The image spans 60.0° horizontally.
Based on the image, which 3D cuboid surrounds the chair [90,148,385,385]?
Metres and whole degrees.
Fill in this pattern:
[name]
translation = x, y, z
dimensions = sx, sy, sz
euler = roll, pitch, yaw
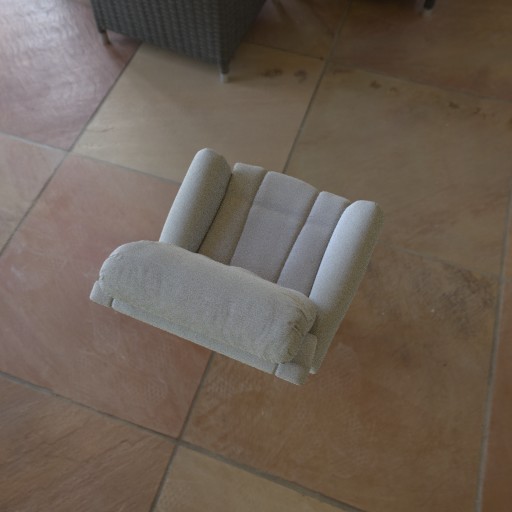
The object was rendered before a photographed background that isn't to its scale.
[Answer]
[chair]
translation = 0.000, 0.000, 1.782
dimensions = 0.871, 1.031, 0.979
euler = 20, 65, 10
